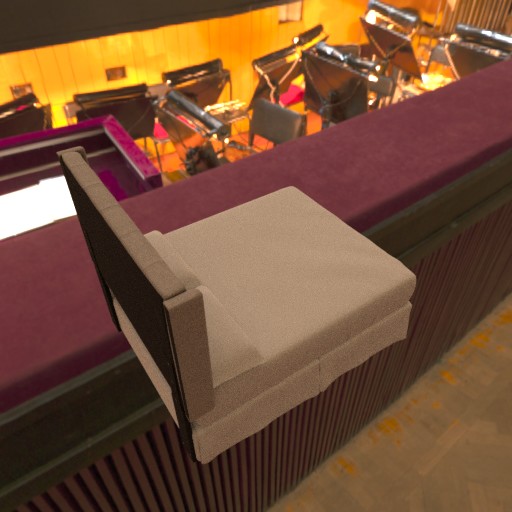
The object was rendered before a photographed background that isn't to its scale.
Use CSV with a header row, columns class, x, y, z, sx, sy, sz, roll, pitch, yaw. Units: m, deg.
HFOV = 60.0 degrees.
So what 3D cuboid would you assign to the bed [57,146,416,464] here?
class,x,y,z,sx,sy,sz,roll,pitch,yaw
bed,0.000,0.000,3.393,2.066,1.665,1.719,-24,47,-25
